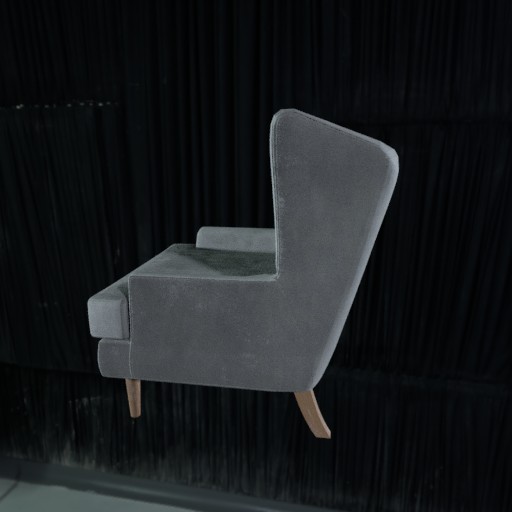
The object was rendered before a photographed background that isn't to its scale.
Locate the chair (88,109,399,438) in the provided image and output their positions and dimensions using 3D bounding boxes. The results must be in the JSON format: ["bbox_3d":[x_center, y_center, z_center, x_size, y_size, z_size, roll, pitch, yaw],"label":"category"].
[{"bbox_3d":[0.000,0.000,1.590,0.906,0.950,0.784,2,15,9],"label":"chair"}]
